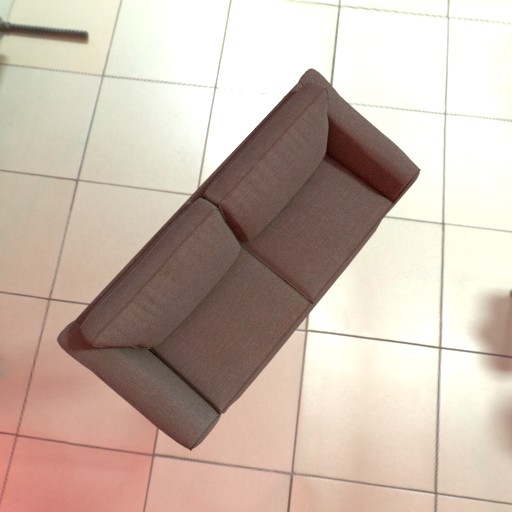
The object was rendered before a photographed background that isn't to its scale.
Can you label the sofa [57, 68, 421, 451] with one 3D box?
[{"bbox_3d":[0.000,0.000,2.822,0.986,0.906,2.270,39,79,9],"label":"sofa"}]
